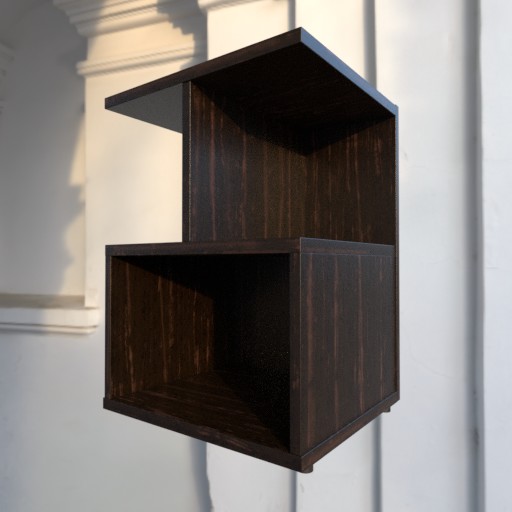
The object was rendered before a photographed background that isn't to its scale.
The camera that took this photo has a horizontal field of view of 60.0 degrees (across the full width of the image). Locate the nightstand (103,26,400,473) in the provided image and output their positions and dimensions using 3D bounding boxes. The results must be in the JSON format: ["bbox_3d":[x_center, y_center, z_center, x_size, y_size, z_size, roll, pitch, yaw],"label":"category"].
[{"bbox_3d":[0.000,0.000,0.799,0.400,0.559,0.356,-1,-1,36],"label":"nightstand"}]
